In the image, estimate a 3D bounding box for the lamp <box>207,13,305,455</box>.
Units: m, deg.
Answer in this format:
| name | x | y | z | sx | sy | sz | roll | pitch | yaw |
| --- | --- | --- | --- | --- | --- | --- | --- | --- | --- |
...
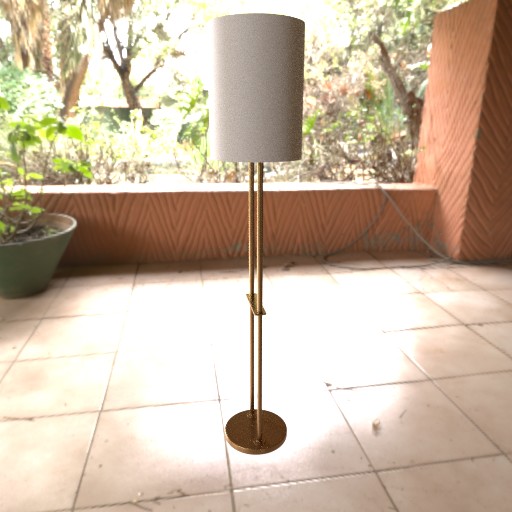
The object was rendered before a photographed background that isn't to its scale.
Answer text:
| name | x | y | z | sx | sy | sz | roll | pitch | yaw |
| --- | --- | --- | --- | --- | --- | --- | --- | --- | --- |
| lamp | 0.000 | 0.000 | 1.590 | 0.305 | 1.500 | 0.306 | -3 | 17 | -10 |
